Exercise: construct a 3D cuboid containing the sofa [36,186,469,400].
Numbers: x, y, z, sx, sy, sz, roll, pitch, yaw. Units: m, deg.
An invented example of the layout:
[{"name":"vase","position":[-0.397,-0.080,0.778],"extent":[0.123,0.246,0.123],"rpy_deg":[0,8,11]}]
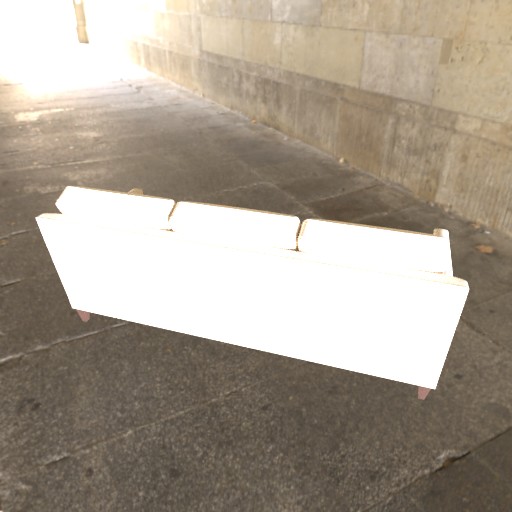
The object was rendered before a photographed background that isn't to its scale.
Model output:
[{"name":"sofa","position":[0.000,0.000,2.731],"extent":[2.210,0.940,1.041],"rpy_deg":[9,32,15]}]
